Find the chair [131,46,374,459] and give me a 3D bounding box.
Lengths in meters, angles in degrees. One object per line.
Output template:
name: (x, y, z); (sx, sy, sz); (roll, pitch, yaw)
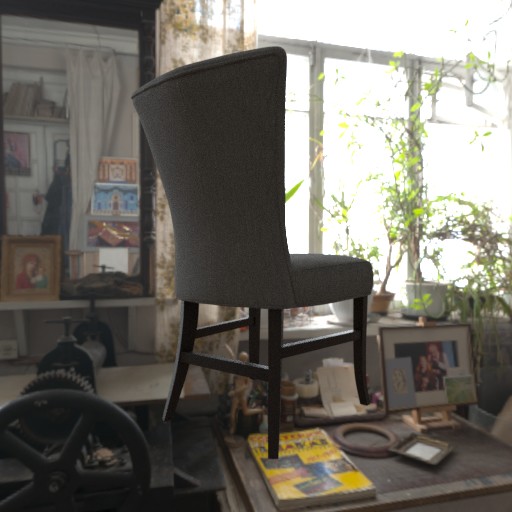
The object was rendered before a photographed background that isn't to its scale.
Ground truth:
chair: (0.000, 0.000, 1.365); (0.520, 0.991, 0.660); (1, 2, 37)
